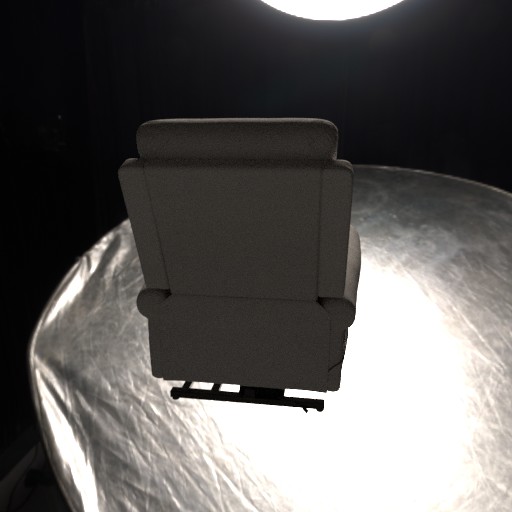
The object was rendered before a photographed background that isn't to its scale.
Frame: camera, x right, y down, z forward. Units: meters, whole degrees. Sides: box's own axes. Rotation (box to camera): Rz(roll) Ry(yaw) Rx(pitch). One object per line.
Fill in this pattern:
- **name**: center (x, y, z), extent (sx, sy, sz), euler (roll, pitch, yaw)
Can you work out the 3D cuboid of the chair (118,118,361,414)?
- **chair**: center (0.000, 0.000, 1.796), extent (0.871, 1.031, 0.979), euler (2, 15, 8)
